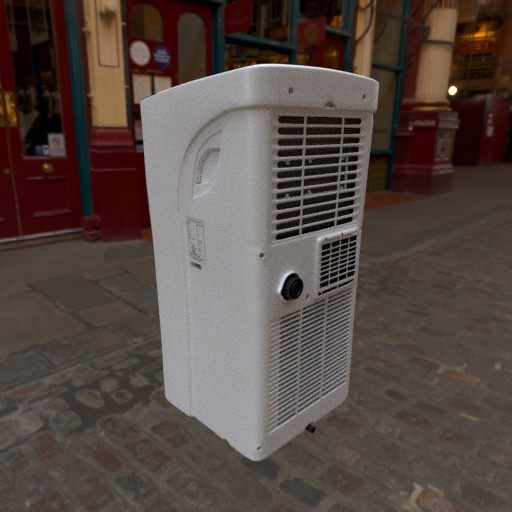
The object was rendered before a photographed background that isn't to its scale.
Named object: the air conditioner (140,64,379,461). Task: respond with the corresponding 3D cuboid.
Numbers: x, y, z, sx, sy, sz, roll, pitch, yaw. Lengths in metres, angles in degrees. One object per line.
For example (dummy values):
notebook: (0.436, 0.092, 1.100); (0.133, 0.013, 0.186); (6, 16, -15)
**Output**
air conditioner: (0.000, 0.000, 0.949); (0.352, 0.716, 0.369); (-15, 22, -43)
